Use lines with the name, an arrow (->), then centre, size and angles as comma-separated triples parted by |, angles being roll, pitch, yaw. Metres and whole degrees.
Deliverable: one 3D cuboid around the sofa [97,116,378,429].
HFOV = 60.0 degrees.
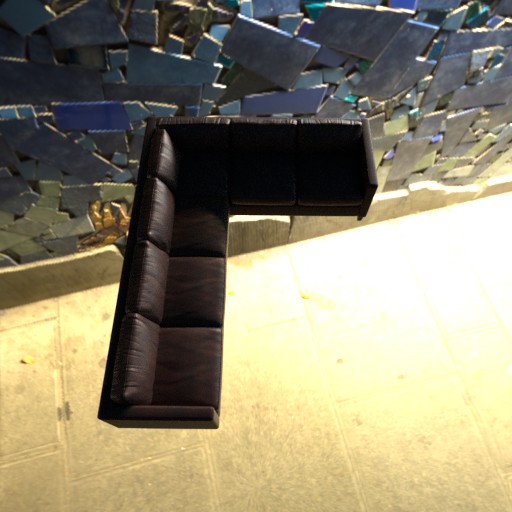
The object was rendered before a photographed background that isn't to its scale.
sofa -> 0.000, 0.000, 4.371 | 2.438, 0.836, 3.152 | 1, 62, 0
